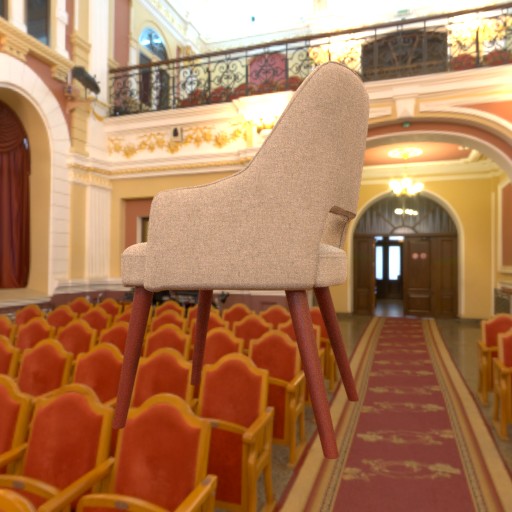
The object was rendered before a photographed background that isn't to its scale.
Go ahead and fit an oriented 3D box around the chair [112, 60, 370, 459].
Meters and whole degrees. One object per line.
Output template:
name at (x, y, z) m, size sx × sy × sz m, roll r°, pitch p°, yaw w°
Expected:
chair at (0.000, 0.000, 1.206) m, size 0.605 × 0.849 × 0.548 m, roll 0°, pitch -1°, yaw 19°
